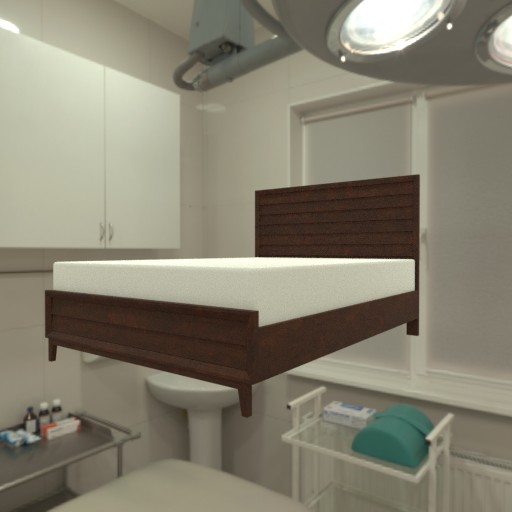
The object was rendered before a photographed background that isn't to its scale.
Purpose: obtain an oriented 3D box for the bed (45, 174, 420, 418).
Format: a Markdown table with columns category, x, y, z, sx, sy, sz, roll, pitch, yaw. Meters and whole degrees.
| category | x | y | z | sx | sy | sz | roll | pitch | yaw |
| --- | --- | --- | --- | --- | --- | --- | --- | --- | --- |
| bed | 0.000 | 0.000 | 3.110 | 1.600 | 1.270 | 2.184 | 1 | 1 | 37 |
